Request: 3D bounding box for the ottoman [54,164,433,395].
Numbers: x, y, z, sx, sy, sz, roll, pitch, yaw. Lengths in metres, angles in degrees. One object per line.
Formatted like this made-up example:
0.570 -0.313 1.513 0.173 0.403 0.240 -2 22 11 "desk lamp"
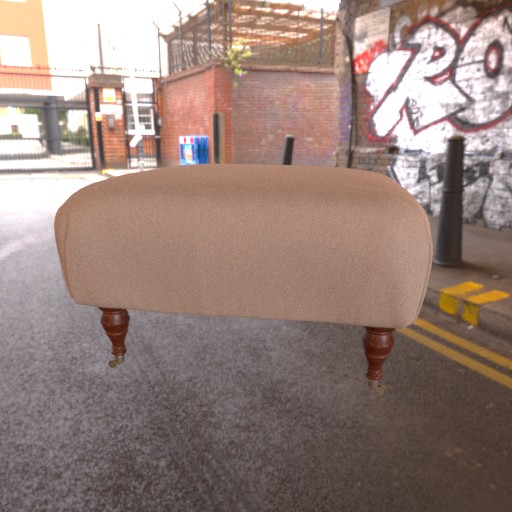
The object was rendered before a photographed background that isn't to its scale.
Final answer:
0.000 0.000 1.123 0.746 0.450 0.639 3 15 10 "ottoman"
